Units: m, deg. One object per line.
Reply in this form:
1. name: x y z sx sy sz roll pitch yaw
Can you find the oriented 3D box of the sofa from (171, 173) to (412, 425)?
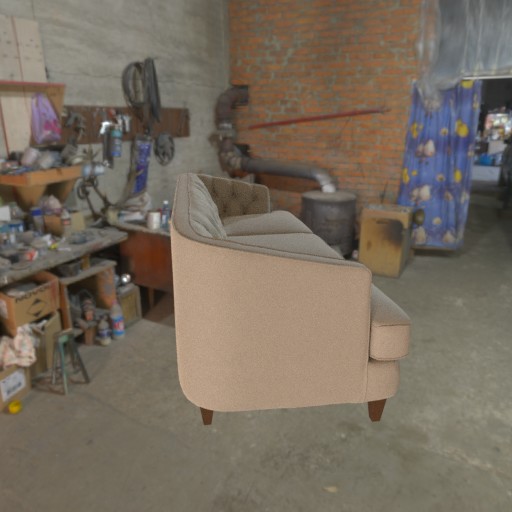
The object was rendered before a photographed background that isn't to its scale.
1. sofa: 0.000 0.000 2.711 0.941 0.855 2.278 -2 17 -8
